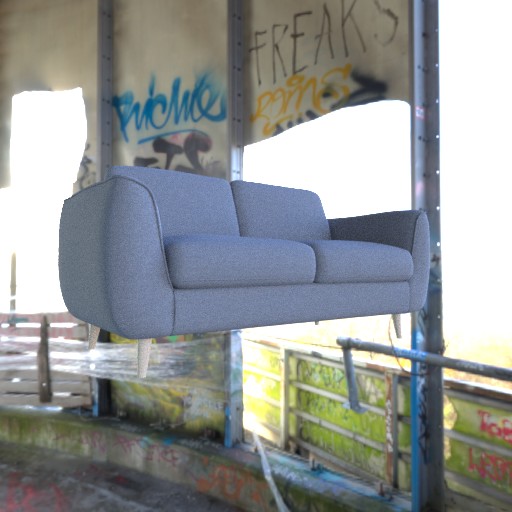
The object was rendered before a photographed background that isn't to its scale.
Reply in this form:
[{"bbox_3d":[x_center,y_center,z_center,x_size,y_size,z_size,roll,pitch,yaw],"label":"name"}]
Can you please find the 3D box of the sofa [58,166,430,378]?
[{"bbox_3d":[0.000,0.000,2.172,1.700,0.850,0.920,1,-1,-35],"label":"sofa"}]
